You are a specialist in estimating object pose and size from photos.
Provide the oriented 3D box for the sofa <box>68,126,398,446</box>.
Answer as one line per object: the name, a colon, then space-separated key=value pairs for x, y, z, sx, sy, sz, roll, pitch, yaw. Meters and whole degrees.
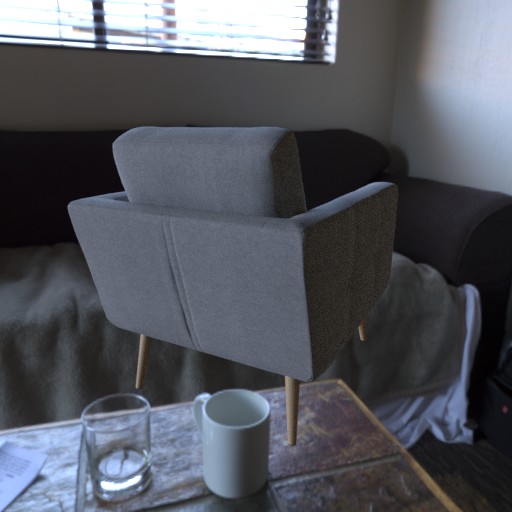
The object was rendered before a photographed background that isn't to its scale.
sofa: x=0.000 y=0.000 z=1.532 sx=0.770 sy=0.860 sz=0.920 roll=9 pitch=19 yaw=28
